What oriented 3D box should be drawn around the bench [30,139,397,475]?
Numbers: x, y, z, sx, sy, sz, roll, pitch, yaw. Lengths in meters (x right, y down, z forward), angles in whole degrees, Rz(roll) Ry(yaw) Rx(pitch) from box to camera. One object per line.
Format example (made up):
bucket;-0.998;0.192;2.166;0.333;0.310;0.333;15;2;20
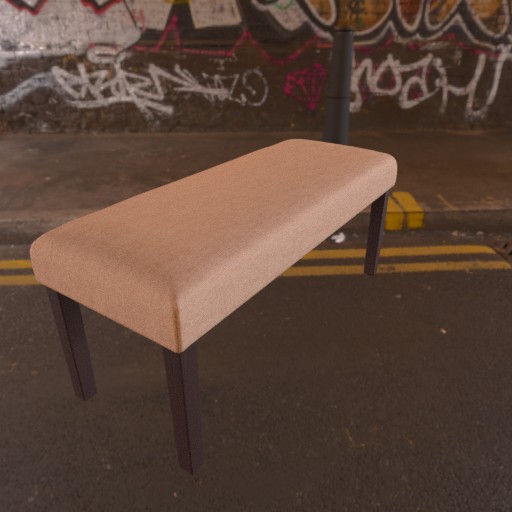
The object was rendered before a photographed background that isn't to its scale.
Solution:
bench;0.000;0.000;1.224;0.407;0.456;1.013;18;33;30
